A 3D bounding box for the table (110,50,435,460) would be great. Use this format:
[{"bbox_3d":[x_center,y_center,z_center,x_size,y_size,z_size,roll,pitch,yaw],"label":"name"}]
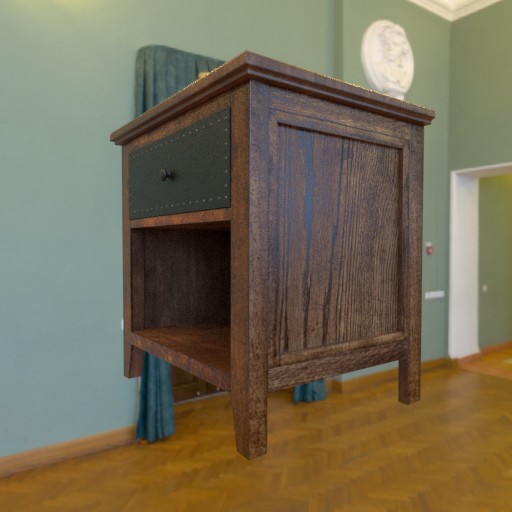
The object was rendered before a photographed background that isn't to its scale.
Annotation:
[{"bbox_3d":[0.000,0.000,0.995,0.461,0.597,0.586,-1,2,-36],"label":"table"}]
